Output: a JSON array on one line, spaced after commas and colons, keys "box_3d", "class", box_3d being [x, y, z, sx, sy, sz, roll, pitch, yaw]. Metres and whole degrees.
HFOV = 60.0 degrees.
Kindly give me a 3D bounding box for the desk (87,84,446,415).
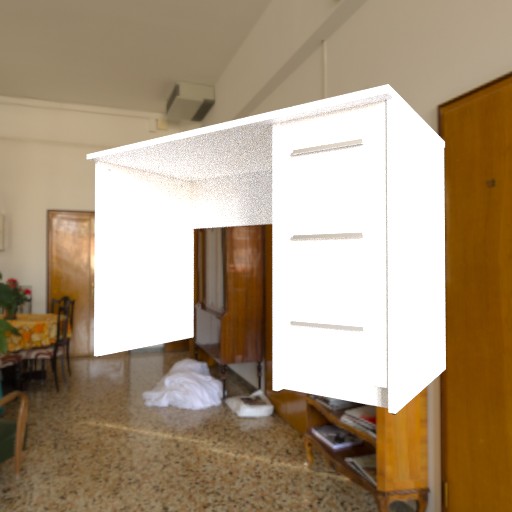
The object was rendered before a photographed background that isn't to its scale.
[{"box_3d": [0.000, 0.000, 1.509, 1.097, 0.735, 0.560, -1, -1, 35], "class": "desk"}]
